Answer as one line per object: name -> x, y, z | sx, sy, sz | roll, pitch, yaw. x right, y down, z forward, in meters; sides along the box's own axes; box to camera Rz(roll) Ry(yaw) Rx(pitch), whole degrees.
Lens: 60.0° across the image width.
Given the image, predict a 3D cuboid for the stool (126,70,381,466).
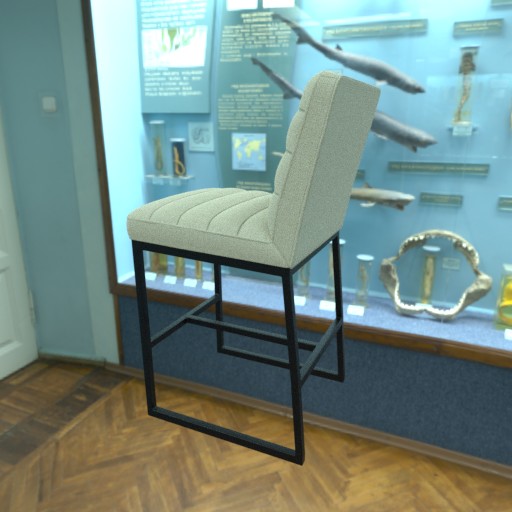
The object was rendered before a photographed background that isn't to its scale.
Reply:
stool -> 0.000, 0.000, 1.276 | 0.560, 0.940, 0.460 | 8, 18, 24
